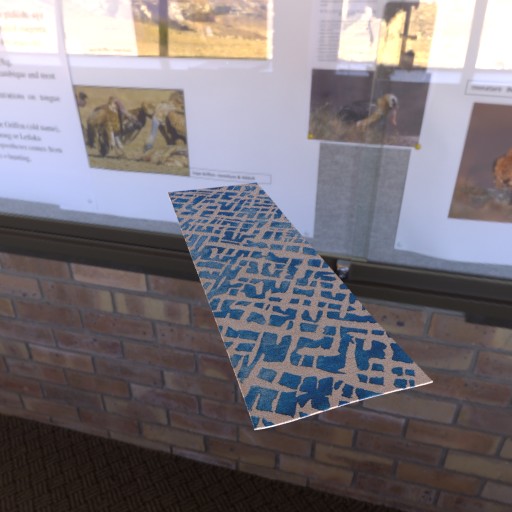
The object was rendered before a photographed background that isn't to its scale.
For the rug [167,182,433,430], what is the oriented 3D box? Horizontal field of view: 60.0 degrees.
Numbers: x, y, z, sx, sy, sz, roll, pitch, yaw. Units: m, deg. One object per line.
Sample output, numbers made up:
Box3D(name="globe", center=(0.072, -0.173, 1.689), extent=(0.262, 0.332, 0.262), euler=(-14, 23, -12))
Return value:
Box3D(name="rug", center=(0.000, 0.000, 2.720), extent=(0.768, 0.011, 2.446), euler=(-9, 31, -15))
